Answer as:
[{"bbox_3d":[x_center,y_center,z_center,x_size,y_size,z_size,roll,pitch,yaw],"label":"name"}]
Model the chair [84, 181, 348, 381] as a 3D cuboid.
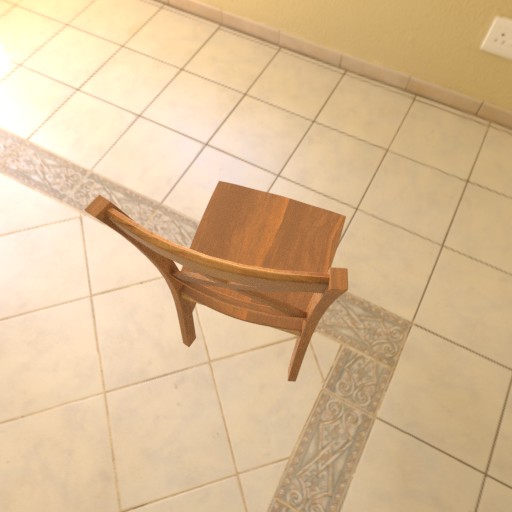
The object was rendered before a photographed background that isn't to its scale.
[{"bbox_3d":[0.000,0.000,1.304,0.485,0.983,0.542,17,64,8],"label":"chair"}]
